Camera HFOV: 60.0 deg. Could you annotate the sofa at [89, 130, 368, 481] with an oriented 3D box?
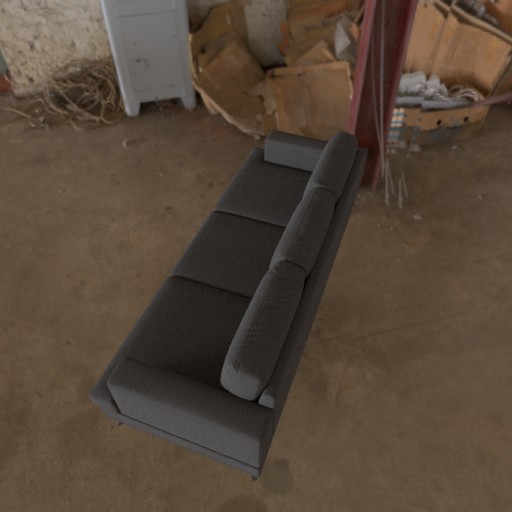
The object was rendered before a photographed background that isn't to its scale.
[{"bbox_3d":[0.000,0.000,2.786,0.920,0.810,2.310,15,49,14],"label":"sofa"}]
